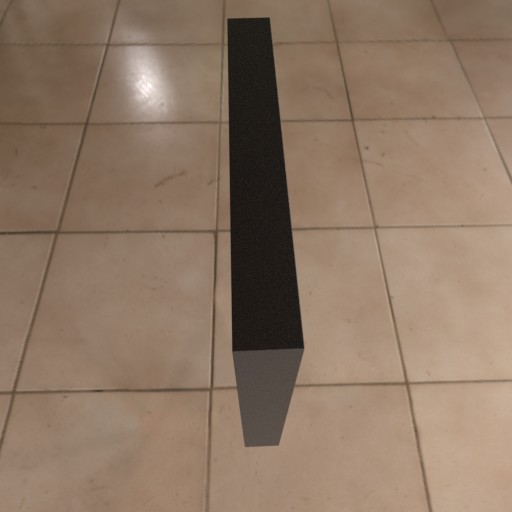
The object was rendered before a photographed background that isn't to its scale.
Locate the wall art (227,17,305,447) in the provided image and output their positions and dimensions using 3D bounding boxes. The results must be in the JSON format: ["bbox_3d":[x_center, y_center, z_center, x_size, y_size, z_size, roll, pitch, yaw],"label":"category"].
[{"bbox_3d":[0.000,0.000,0.437,0.038,0.304,0.304,-2,58,-1],"label":"wall art"}]
